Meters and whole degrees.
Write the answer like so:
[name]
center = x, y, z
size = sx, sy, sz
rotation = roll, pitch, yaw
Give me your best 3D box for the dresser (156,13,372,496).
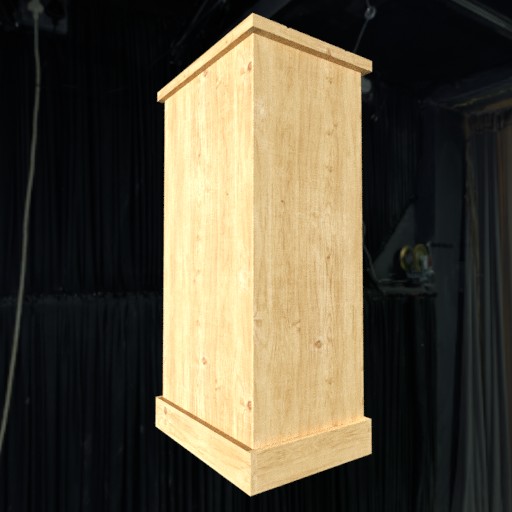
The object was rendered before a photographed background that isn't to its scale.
[dresser]
center = 0.000, 0.000, 1.281
size = 0.390, 1.041, 0.531
rotation = 1, -2, -35
